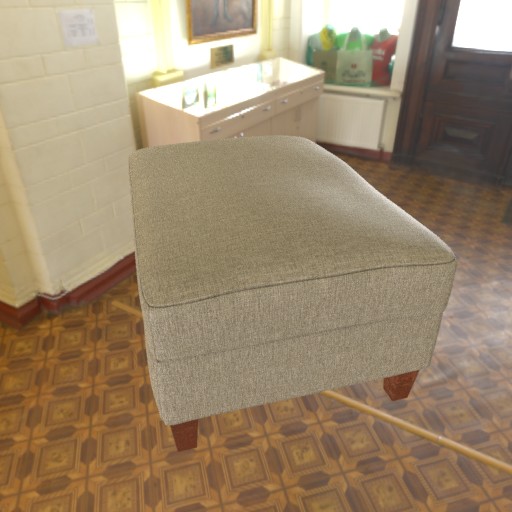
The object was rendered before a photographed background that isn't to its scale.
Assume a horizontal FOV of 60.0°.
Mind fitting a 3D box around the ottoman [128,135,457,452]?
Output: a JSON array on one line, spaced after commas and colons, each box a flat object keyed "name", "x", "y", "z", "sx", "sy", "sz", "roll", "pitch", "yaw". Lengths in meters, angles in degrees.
[{"name": "ottoman", "x": 0.000, "y": 0.000, "z": 1.237, "sx": 0.639, "sy": 0.494, "sz": 0.873, "roll": -8, "pitch": 32, "yaw": -13}]
